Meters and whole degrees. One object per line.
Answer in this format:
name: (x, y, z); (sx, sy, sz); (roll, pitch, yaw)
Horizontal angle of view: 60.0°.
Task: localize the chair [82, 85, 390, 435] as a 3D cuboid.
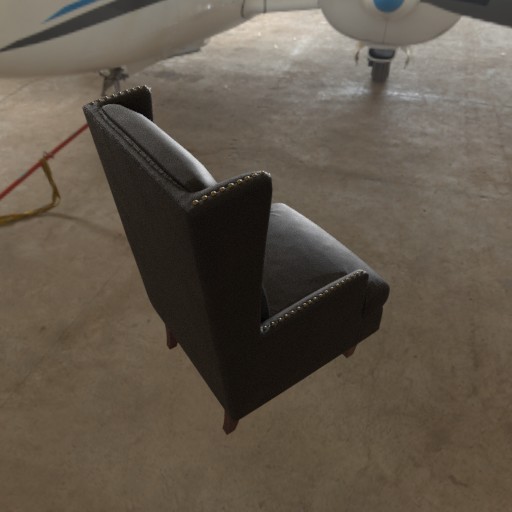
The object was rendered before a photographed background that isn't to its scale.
chair: (0.000, 0.000, 1.631); (0.799, 1.142, 0.703); (-24, 46, -25)
